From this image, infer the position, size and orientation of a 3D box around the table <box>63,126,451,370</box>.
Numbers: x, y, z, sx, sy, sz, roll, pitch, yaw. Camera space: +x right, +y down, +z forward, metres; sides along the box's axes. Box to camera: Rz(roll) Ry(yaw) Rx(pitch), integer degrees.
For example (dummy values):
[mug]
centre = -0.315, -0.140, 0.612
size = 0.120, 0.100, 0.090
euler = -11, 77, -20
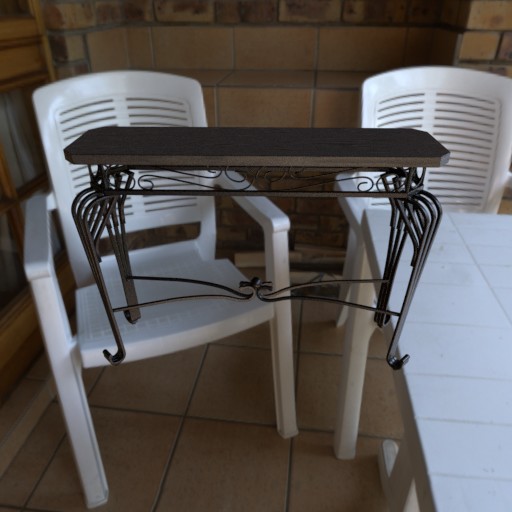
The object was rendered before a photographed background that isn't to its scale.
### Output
[table]
centre = 0.000, 0.000, 1.520
size = 1.112, 0.800, 0.329
euler = 1, 31, 1
